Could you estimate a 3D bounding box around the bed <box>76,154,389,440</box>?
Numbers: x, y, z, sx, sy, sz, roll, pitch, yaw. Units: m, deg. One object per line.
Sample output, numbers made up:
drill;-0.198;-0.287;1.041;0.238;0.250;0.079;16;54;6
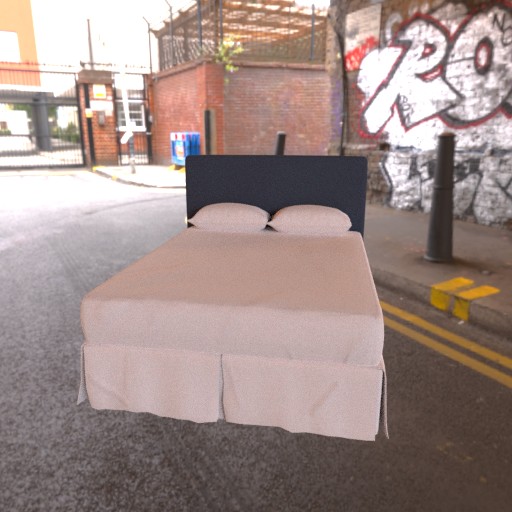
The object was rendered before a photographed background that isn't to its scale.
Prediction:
bed;0.000;0.000;3.187;1.713;1.330;2.162;3;16;9
